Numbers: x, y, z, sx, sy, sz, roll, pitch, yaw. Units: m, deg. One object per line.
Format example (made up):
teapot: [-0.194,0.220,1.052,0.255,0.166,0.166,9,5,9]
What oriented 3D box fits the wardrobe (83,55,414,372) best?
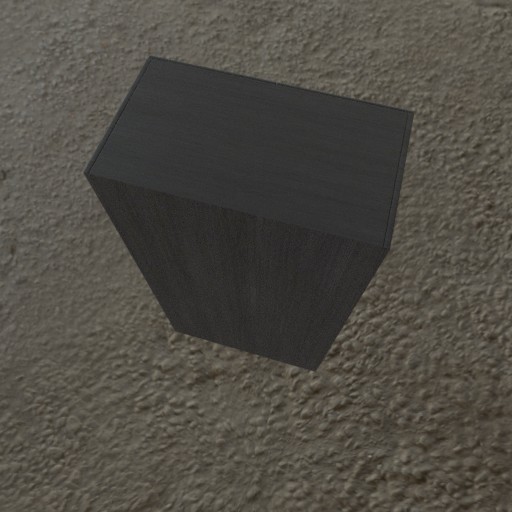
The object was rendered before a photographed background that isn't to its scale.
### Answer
wardrobe: [0.000,0.000,2.297,0.991,1.808,0.577,15,65,7]
